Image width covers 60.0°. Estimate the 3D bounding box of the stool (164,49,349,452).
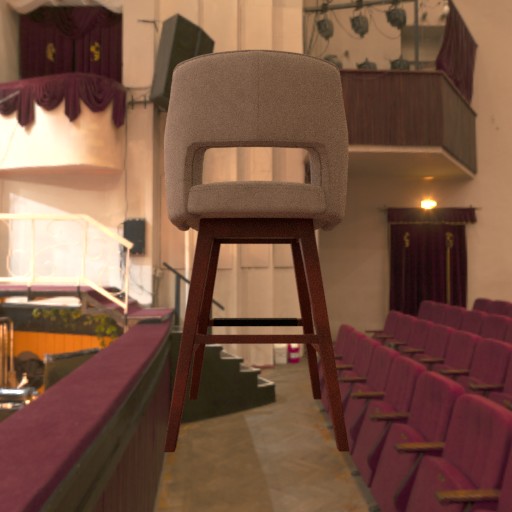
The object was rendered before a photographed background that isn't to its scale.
[{"bbox_3d":[0.000,0.000,1.349,0.548,1.012,0.558,0,-2,-1],"label":"stool"}]
